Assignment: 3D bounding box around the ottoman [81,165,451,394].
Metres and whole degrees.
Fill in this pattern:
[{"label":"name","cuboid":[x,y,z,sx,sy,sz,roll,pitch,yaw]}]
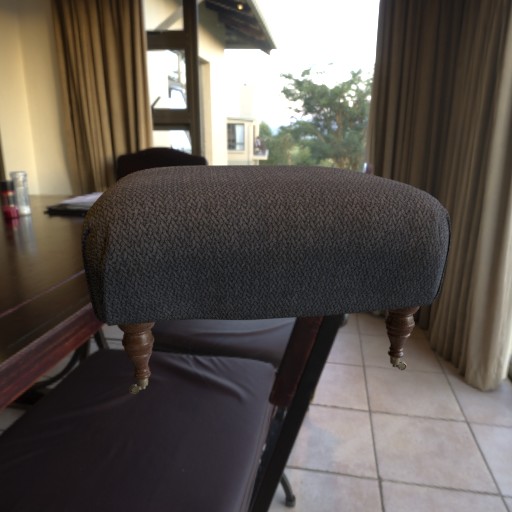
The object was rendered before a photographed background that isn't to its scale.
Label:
[{"label":"ottoman","cuboid":[0.000,0.000,1.136,0.747,0.450,0.622,-3,16,-9]}]
